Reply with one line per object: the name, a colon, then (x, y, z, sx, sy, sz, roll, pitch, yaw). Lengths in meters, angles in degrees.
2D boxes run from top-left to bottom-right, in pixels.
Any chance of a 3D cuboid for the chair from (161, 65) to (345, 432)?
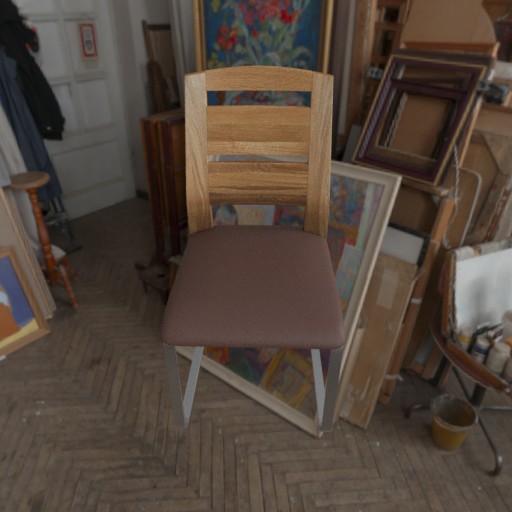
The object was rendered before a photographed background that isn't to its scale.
chair: (0.000, 0.000, 1.293, 0.460, 0.970, 0.570, 1, 30, 2)
